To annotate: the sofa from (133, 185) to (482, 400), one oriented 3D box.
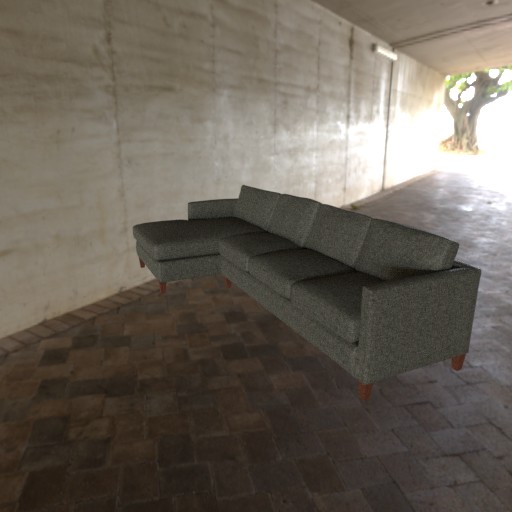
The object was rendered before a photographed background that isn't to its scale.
[{"bbox_3d":[0.000,0.000,4.096,1.635,0.960,3.485,-8,18,-25],"label":"sofa"}]
